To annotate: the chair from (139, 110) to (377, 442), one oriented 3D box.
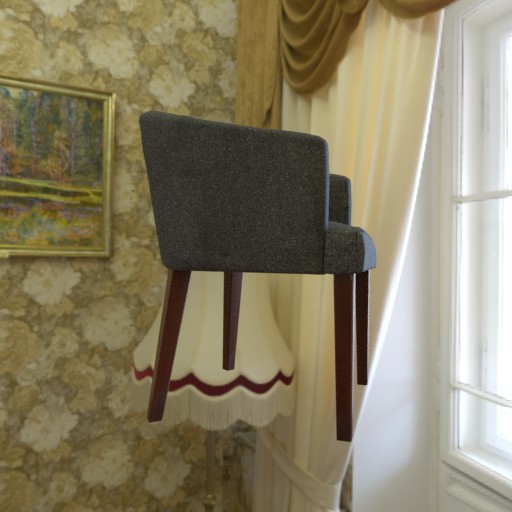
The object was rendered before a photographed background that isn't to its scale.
[{"bbox_3d":[0.000,0.000,1.283,0.655,0.811,0.583,0,0,18],"label":"chair"}]
